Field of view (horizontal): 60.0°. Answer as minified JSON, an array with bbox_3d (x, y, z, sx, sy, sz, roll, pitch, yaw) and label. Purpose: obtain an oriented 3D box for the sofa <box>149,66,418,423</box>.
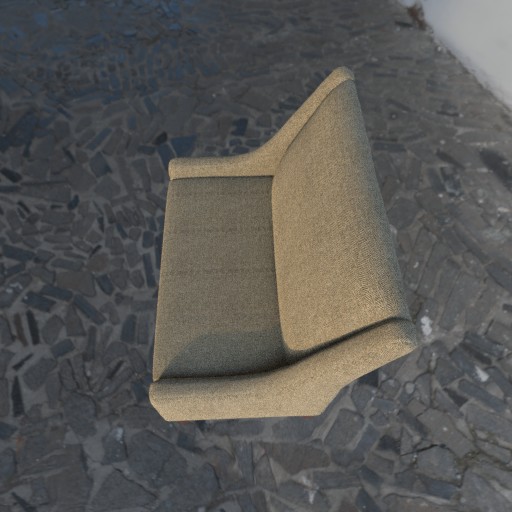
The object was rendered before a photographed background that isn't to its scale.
[{"bbox_3d":[0.000,0.000,1.939,0.870,1.021,1.242,-2,58,-1],"label":"sofa"}]
